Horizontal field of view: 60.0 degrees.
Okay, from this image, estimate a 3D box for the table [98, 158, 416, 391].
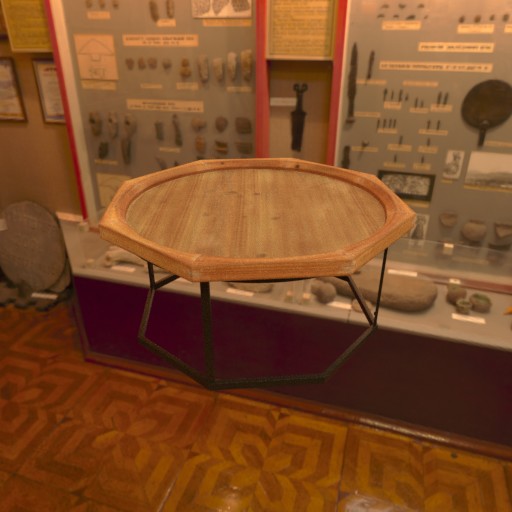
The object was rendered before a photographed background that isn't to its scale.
[{"bbox_3d":[0.000,0.000,1.554,1.002,0.444,1.002,0,27,0],"label":"table"}]
